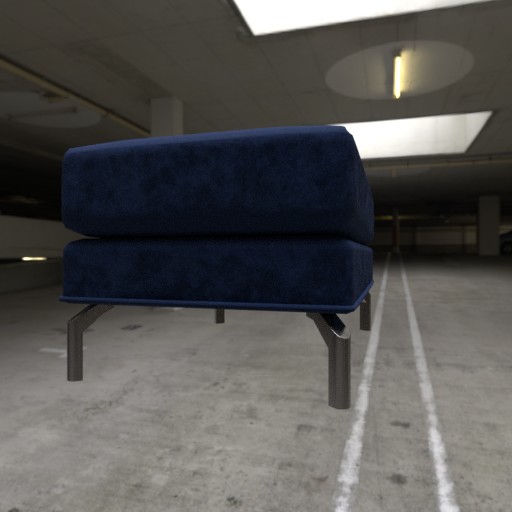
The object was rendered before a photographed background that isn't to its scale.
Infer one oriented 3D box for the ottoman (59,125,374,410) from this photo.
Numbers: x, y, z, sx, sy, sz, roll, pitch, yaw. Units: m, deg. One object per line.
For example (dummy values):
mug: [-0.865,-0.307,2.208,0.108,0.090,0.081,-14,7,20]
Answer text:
ottoman: [0.000,0.000,1.186,0.587,0.498,0.835,0,0,17]
